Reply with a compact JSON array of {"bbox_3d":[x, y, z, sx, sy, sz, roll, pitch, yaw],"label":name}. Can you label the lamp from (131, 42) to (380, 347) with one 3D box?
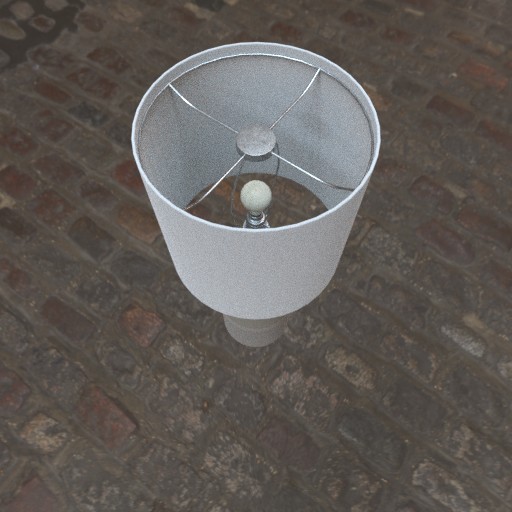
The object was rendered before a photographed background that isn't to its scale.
[{"bbox_3d":[0.000,0.000,0.598,0.212,0.493,0.212,34,68,16],"label":"lamp"}]
